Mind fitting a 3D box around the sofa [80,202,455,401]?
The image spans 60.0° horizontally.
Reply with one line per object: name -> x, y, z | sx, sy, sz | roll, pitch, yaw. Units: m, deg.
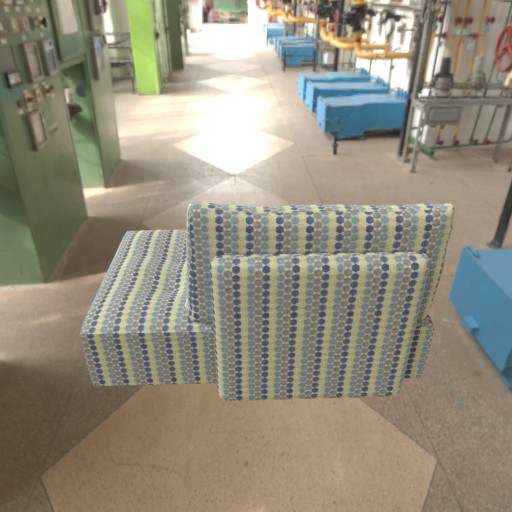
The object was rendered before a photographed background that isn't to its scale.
sofa -> 0.000, 0.000, 2.048 | 1.450, 0.820, 1.000 | -1, 30, -2
